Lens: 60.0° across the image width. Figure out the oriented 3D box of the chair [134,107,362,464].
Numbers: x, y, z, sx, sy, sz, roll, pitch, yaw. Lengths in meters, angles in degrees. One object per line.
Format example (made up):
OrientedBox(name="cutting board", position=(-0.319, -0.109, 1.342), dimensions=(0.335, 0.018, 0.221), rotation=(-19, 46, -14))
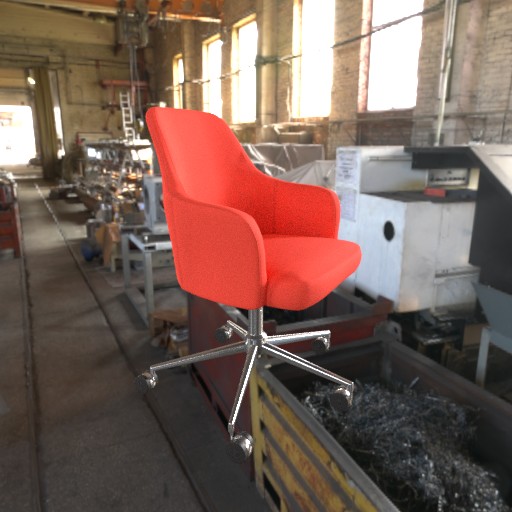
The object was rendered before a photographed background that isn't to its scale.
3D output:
OrientedBox(name="chair", position=(0.000, 0.000, 1.266), dimensions=(0.600, 0.820, 0.655), rotation=(8, 16, 28))
